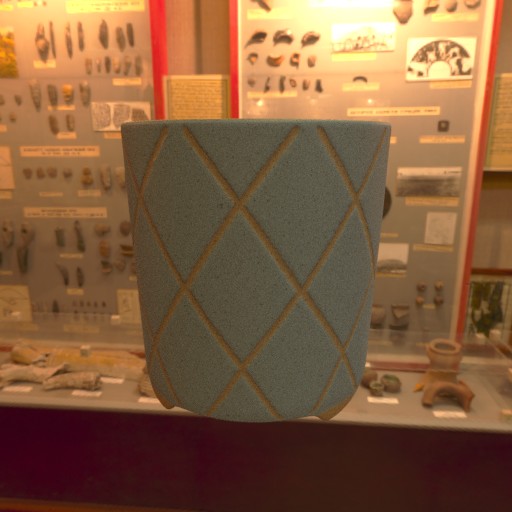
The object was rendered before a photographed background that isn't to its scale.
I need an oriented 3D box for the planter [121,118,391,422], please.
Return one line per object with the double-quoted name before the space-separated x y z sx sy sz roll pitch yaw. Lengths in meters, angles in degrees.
"planter" 0.000 0.000 0.350 0.191 0.200 0.191 0 15 0
